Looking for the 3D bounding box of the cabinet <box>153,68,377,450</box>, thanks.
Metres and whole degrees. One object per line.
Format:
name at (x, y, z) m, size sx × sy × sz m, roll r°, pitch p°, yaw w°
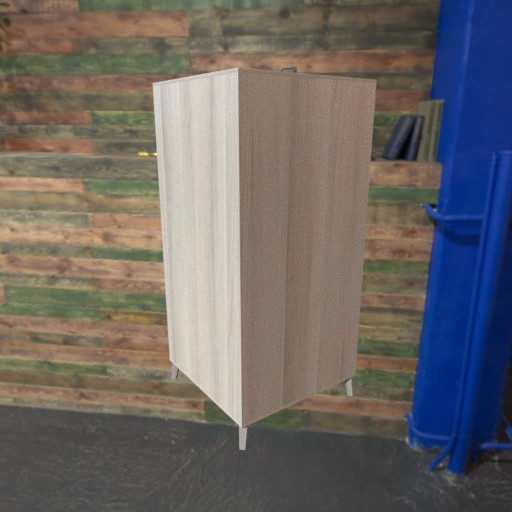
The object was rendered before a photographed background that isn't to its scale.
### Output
cabinet at (0.000, 0.000, 2.627) m, size 1.272 × 1.957 × 0.969 m, roll 3°, pitch 17°, yaw 9°
